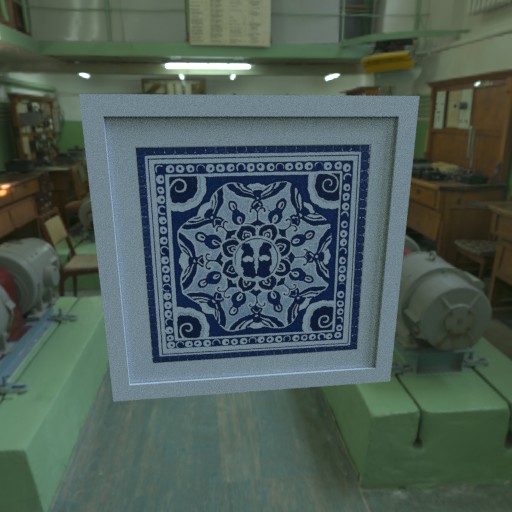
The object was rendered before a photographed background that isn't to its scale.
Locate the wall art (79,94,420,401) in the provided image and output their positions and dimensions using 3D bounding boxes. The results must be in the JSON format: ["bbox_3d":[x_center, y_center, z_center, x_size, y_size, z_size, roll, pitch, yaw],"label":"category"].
[{"bbox_3d":[0.000,0.000,0.820,0.559,0.559,0.028,-2,17,-7],"label":"wall art"}]
